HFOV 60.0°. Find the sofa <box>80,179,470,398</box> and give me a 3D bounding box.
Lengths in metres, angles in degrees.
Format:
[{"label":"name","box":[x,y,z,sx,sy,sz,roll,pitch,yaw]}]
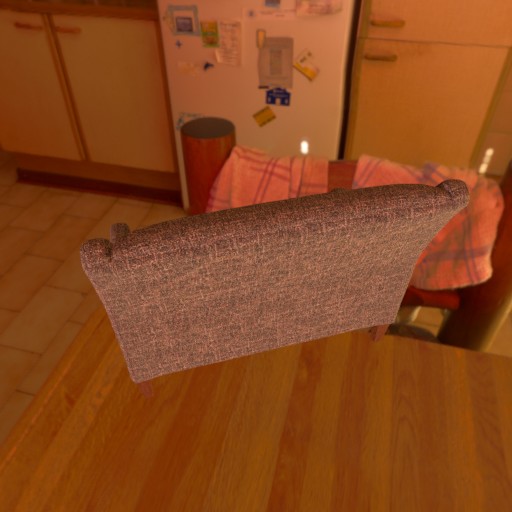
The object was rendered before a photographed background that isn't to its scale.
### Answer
[{"label":"sofa","box":[0.000,0.000,1.934,1.242,1.021,0.870,-11,42,-12]}]
